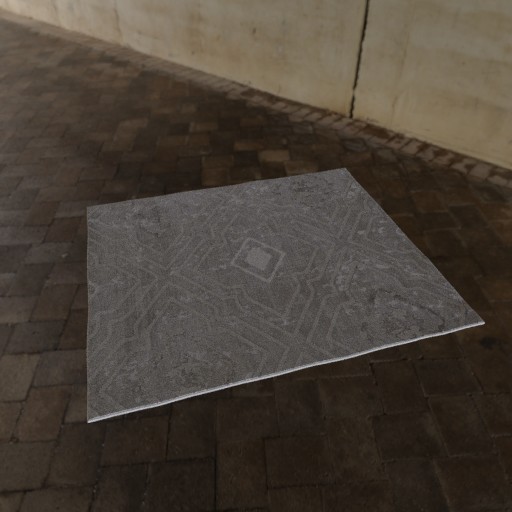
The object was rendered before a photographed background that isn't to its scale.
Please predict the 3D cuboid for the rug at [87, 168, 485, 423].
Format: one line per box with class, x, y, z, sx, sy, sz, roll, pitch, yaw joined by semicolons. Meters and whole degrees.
rug;0.000;0.000;0.872;0.639;0.006;0.548;-11;41;-12
